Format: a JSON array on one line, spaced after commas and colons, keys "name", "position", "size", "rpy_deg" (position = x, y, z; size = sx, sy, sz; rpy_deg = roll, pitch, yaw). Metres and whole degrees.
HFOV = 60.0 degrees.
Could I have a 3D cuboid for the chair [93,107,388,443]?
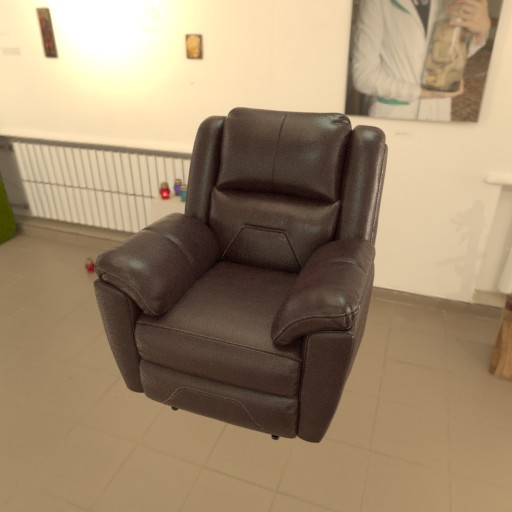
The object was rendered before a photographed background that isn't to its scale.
[{"name": "chair", "position": [0.000, 0.000, 1.915], "size": [0.990, 1.093, 1.041], "rpy_deg": [9, 29, 17]}]
